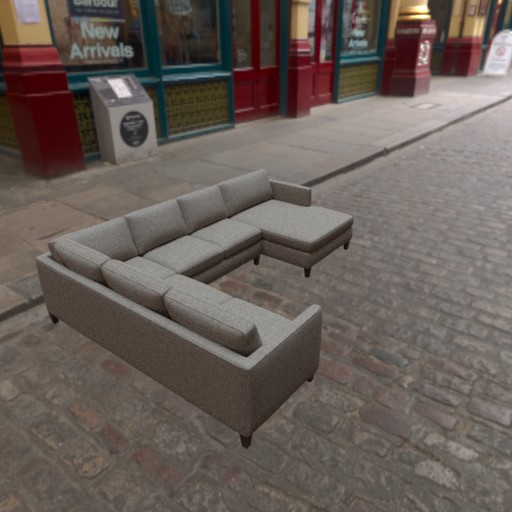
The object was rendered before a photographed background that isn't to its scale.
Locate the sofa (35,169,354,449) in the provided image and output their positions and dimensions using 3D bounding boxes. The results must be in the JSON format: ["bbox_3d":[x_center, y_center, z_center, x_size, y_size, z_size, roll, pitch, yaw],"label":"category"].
[{"bbox_3d":[0.000,0.000,4.638,2.551,0.889,3.403,19,32,33],"label":"sofa"}]
